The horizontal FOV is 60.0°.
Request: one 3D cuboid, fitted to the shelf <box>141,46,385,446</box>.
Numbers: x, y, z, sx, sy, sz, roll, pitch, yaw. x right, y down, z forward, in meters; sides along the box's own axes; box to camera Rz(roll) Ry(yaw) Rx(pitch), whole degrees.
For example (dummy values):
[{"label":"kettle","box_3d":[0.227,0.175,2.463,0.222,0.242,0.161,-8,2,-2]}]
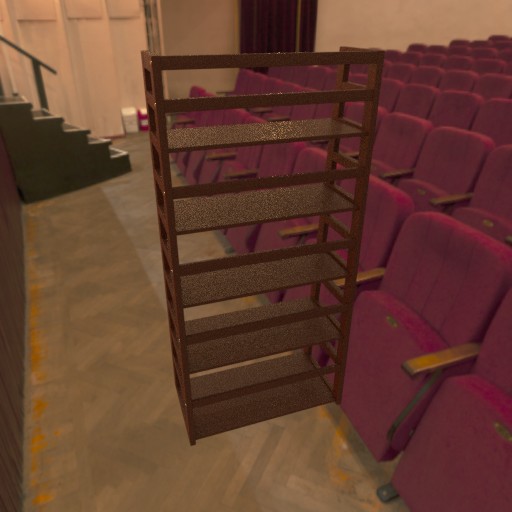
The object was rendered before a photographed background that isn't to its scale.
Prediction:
[{"label":"shelf","box_3d":[0.000,0.000,1.890,0.763,1.600,0.403,-9,29,-17]}]
